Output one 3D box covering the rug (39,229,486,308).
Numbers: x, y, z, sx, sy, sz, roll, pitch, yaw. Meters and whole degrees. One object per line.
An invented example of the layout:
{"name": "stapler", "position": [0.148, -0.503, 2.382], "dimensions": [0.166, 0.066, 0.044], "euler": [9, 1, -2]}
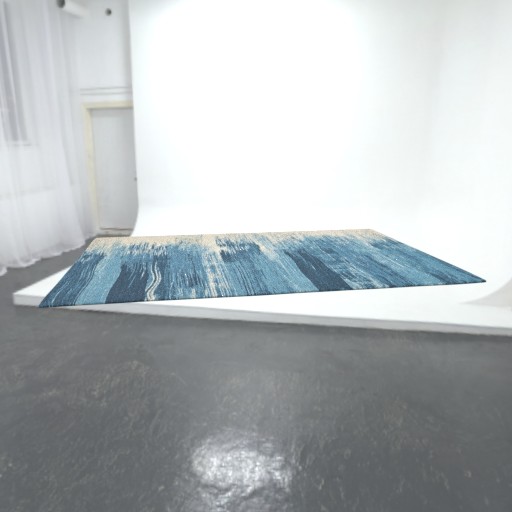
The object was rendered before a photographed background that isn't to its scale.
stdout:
{"name": "rug", "position": [0.000, 0.000, 2.348], "dimensions": [1.836, 0.009, 1.232], "euler": [-2, 15, -9]}
